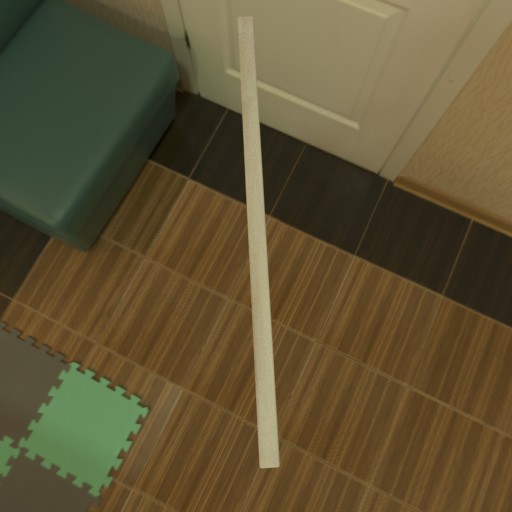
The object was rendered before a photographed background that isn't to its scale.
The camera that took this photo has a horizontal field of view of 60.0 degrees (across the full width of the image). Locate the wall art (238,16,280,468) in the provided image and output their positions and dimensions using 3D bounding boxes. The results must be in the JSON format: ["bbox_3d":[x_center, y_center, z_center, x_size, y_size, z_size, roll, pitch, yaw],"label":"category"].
[{"bbox_3d":[0.000,0.000,1.323,0.038,0.763,1.015,-3,76,-1],"label":"wall art"}]
